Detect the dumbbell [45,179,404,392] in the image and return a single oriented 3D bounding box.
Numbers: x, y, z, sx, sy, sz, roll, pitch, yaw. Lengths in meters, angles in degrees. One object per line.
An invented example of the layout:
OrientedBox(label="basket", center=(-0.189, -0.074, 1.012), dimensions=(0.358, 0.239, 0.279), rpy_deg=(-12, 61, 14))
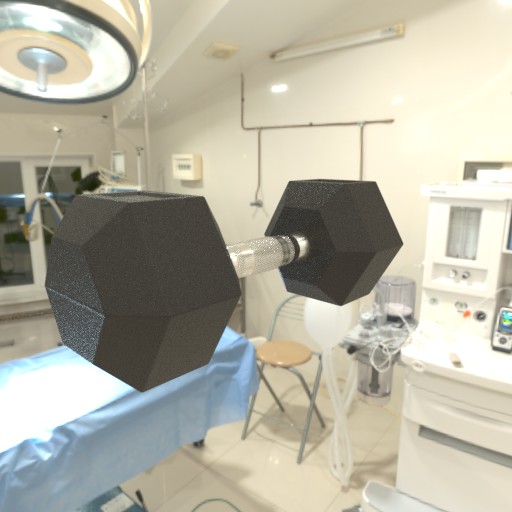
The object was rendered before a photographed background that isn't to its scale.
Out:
OrientedBox(label="dumbbell", center=(0.000, 0.000, 0.398), dimensions=(0.142, 0.123, 0.337), rpy_deg=(12, 18, 42))
